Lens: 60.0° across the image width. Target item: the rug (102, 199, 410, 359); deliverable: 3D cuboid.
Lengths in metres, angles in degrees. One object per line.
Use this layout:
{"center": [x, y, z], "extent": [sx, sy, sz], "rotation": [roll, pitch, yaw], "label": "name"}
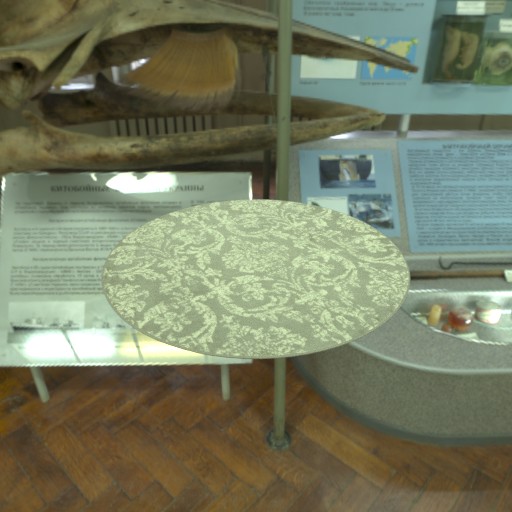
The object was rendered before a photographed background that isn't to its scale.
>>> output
{"center": [0.000, 0.000, 2.390], "extent": [1.593, 0.012, 1.593], "rotation": [0, 30, 0], "label": "rug"}
